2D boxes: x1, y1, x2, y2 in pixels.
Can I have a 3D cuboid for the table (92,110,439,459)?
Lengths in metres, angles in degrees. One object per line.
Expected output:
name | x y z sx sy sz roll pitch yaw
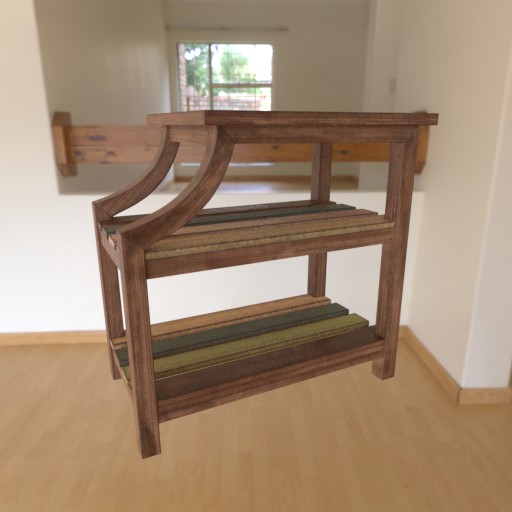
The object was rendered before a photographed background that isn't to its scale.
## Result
table | 0.000 0.000 0.955 0.609 0.584 0.356 -8 18 -26
